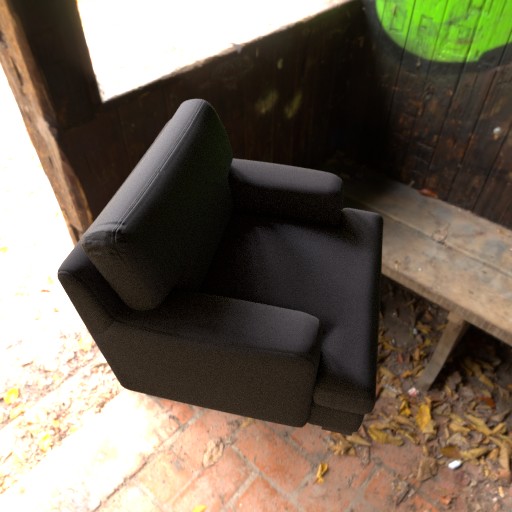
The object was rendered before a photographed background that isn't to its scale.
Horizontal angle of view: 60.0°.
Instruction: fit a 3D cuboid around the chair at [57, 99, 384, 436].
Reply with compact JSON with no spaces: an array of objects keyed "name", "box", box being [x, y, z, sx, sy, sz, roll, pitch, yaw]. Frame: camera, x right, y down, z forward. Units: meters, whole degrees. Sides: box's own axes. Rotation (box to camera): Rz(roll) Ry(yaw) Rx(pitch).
[{"name":"chair","box":[0.000,0.000,1.977,1.143,0.940,1.168,9,46,9]}]
